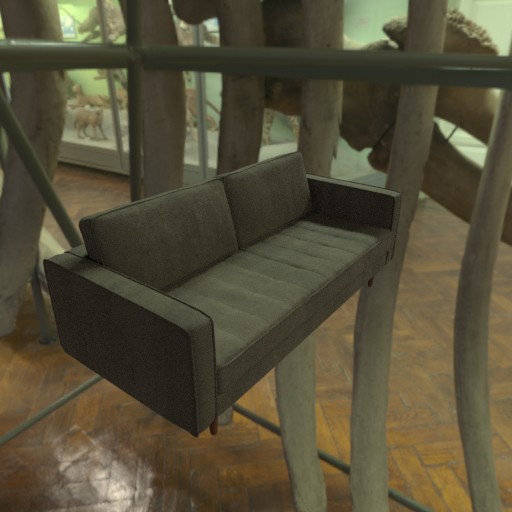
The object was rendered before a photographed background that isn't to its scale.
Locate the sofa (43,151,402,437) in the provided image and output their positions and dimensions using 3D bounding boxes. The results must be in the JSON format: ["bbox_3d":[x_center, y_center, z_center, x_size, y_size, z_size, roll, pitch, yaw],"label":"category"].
[{"bbox_3d":[0.000,0.000,2.431,0.924,0.825,1.920,18,31,33],"label":"sofa"}]
